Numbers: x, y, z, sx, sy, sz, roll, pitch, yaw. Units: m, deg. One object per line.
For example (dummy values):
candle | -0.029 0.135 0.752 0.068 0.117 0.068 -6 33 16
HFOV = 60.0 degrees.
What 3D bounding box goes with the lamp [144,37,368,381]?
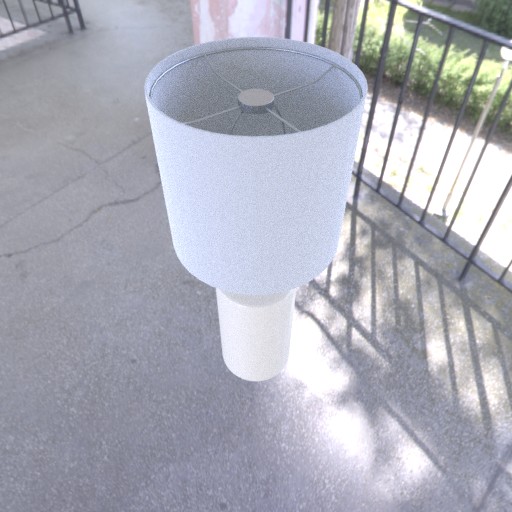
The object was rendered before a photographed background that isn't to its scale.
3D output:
lamp | 0.000 0.000 0.604 0.212 0.493 0.212 -26 52 -23
